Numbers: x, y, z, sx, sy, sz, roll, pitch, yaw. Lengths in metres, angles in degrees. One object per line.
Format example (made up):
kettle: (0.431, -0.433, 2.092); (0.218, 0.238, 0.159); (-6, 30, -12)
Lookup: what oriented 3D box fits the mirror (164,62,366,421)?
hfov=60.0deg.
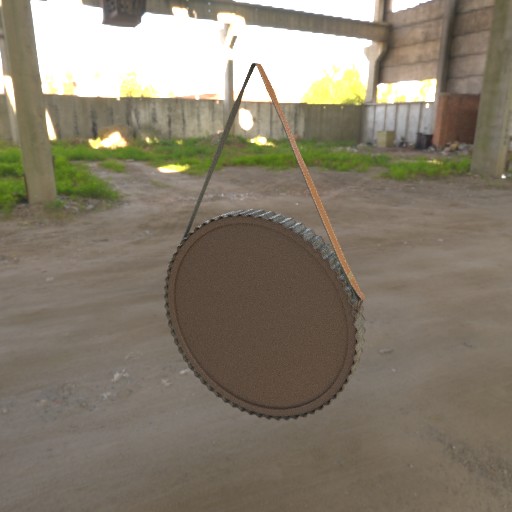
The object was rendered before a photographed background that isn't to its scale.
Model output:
mirror: (0.000, 0.000, 0.704); (0.355, 0.568, 0.042); (9, 19, 27)
